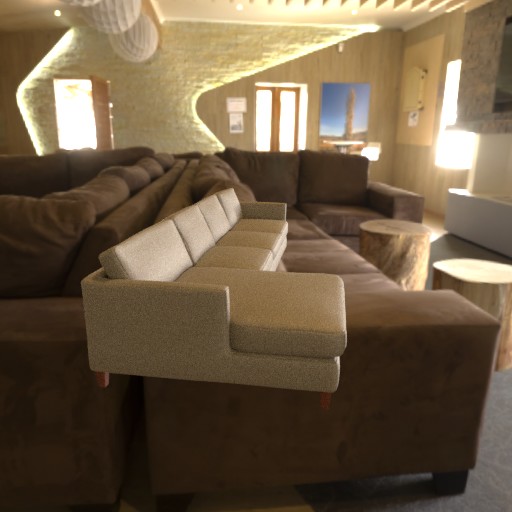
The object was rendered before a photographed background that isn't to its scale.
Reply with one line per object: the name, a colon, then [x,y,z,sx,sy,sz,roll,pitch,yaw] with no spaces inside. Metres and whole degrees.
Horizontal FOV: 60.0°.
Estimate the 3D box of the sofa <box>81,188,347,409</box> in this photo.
sofa: [0.000,0.000,3.918,1.502,0.876,3.201,3,15,9]
